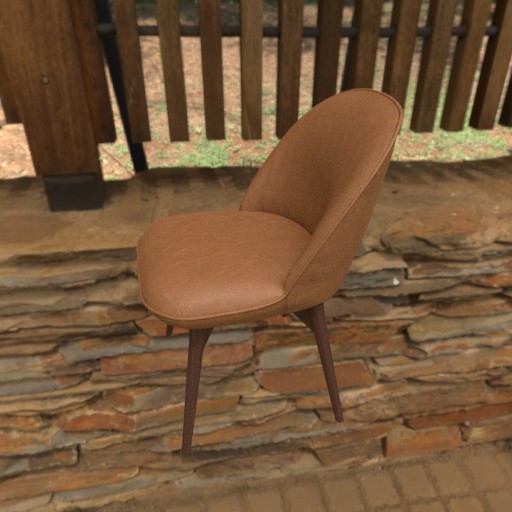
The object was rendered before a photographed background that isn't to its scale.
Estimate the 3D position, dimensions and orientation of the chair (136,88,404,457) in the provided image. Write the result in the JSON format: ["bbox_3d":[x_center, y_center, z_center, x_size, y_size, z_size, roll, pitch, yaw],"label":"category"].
[{"bbox_3d":[0.000,0.000,1.210,0.631,0.831,0.521,-7,30,-13],"label":"chair"}]
